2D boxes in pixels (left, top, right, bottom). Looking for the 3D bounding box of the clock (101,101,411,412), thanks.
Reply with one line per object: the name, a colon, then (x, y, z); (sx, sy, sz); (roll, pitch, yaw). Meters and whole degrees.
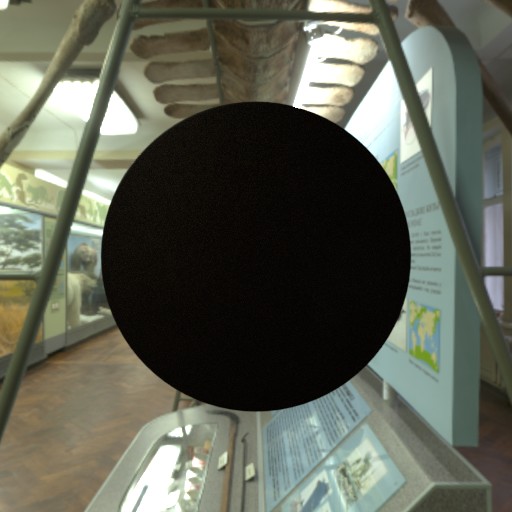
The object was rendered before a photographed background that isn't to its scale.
clock: (0.000, 0.000, 0.466); (0.314, 0.314, 0.040); (0, -1, 0)
